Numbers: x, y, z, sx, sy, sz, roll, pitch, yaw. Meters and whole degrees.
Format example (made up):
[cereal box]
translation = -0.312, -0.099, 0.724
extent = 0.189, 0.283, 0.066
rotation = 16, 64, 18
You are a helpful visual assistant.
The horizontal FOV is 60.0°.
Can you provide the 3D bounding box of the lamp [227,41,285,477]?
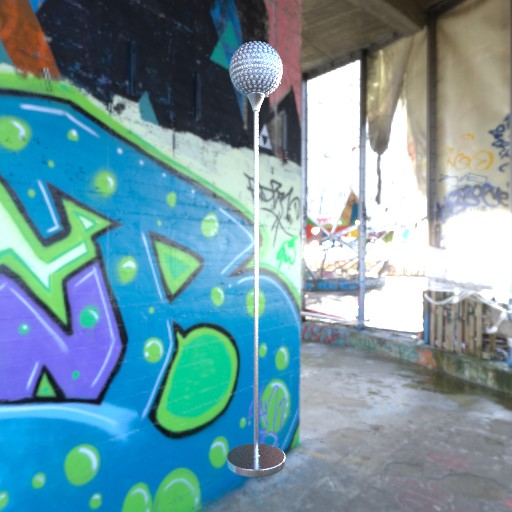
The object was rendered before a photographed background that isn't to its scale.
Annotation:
[lamp]
translation = 0.000, 0.000, 1.930
extent = 0.254, 1.805, 0.254
rotation = 0, 0, 0
